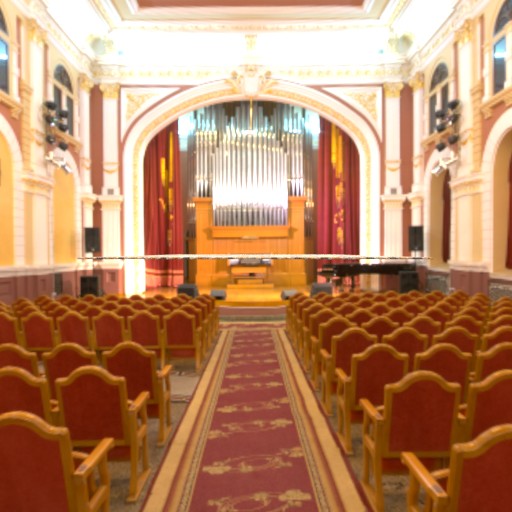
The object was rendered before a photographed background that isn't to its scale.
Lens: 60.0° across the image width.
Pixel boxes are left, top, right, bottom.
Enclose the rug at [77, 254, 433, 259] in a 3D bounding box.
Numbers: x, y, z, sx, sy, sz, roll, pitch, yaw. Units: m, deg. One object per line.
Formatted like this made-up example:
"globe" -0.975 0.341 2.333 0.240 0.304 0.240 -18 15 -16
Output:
"rug" 0.000 0.000 3.103 1.533 0.010 2.428 0 0 0
